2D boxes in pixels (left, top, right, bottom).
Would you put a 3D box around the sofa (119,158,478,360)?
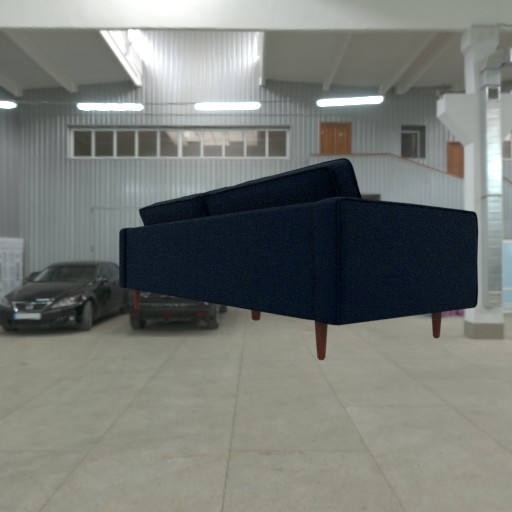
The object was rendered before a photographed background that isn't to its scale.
[{"bbox_3d":[0.000,0.000,2.614,0.914,0.762,2.210,0,0,-36],"label":"sofa"}]
